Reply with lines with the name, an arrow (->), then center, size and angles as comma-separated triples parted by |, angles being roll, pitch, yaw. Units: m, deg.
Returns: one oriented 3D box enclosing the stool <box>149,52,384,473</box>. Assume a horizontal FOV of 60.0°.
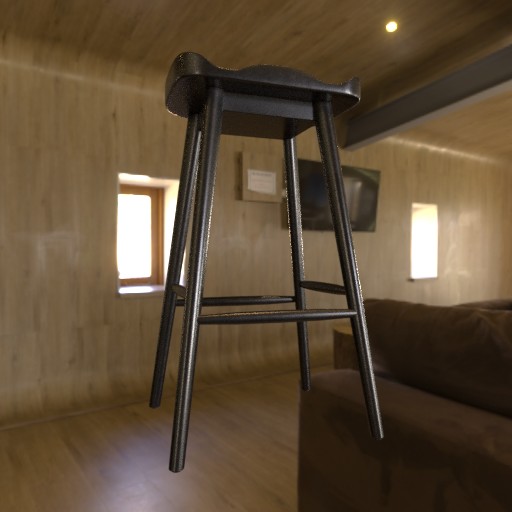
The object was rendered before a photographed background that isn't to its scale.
stool -> 0.000, 0.000, 1.000 | 0.440, 0.749, 0.361 | 0, 0, -19
